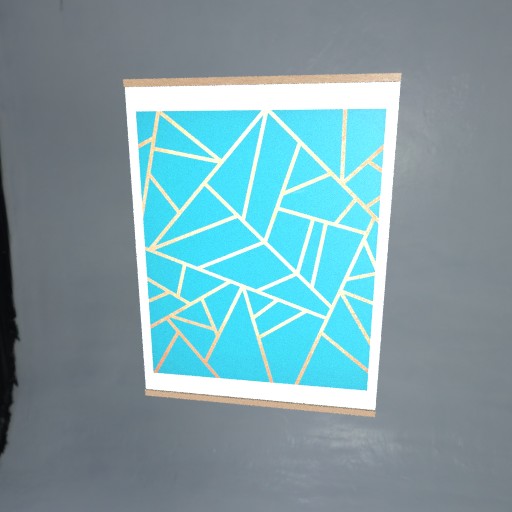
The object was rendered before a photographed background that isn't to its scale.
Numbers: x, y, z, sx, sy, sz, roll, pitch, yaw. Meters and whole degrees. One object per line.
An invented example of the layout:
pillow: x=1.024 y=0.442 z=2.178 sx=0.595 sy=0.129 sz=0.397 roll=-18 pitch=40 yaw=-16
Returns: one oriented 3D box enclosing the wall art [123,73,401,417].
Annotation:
wall art: x=0.000 y=0.000 z=0.805 sx=0.459 sy=0.608 sz=0.012 roll=2 pitch=15 yaw=9
